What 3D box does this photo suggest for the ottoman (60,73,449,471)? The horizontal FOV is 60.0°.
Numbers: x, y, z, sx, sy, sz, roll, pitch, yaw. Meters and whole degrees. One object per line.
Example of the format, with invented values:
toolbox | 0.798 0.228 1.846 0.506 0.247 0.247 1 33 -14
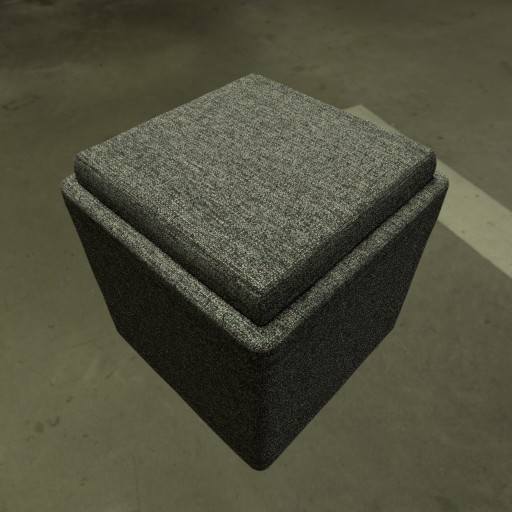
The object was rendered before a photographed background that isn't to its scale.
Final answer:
ottoman | 0.000 0.000 0.814 0.450 0.463 0.450 35 56 28
